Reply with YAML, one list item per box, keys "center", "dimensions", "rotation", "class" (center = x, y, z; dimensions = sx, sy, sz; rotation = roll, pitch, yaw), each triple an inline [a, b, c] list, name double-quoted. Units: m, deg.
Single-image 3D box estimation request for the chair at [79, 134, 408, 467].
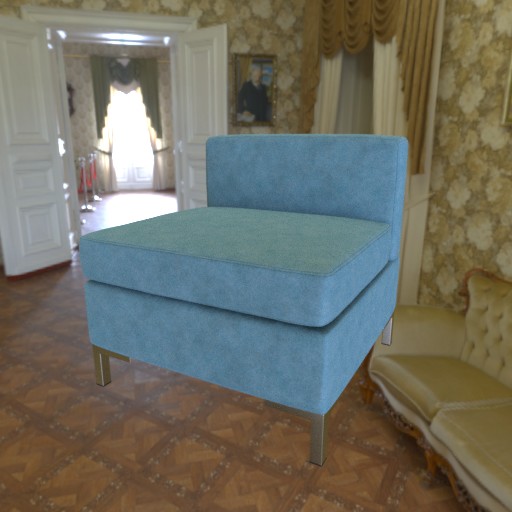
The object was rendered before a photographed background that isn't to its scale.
- center: [0.000, 0.000, 1.240]
  dimensions: [0.684, 0.660, 0.685]
  rotation: [8, 17, 28]
  class: "chair"
